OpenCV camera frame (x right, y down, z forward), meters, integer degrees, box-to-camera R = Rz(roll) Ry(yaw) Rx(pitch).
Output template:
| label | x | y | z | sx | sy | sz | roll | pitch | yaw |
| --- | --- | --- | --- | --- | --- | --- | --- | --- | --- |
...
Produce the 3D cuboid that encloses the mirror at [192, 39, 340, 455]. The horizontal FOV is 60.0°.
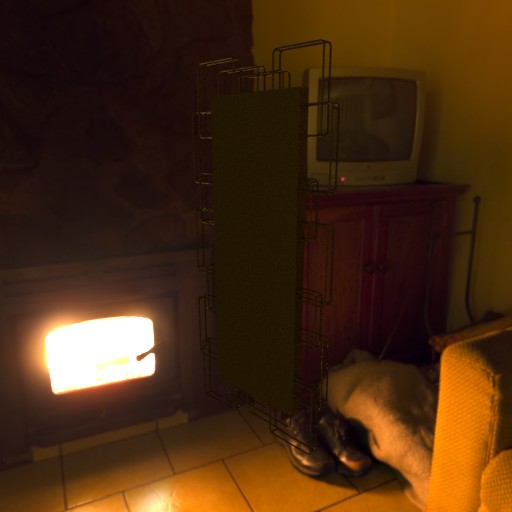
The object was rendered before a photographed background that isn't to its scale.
| label | x | y | z | sx | sy | sz | roll | pitch | yaw |
| --- | --- | --- | --- | --- | --- | --- | --- | --- | --- |
| mirror | 0.000 | 0.000 | 1.409 | 0.565 | 1.192 | 0.037 | 13 | 19 | 42 |
